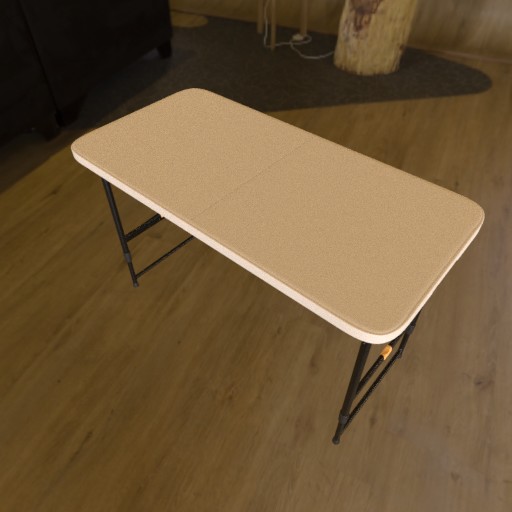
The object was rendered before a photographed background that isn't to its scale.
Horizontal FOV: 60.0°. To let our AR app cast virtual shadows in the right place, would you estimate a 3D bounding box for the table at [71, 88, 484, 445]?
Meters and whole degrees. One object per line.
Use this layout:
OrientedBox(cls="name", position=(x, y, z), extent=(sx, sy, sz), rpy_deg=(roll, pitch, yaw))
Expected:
OrientedBox(cls="table", position=(0.000, 0.000, 1.631), extent=(1.245, 0.737, 0.611), rpy_deg=(31, 53, 27))
